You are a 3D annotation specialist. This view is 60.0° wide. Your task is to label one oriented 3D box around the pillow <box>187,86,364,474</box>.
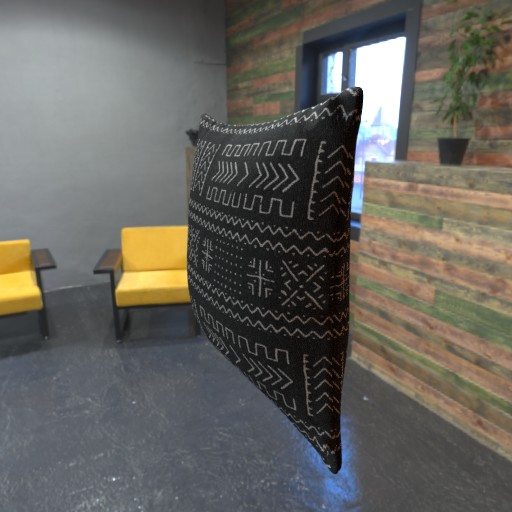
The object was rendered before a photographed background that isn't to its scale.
[{"bbox_3d":[0.000,0.000,0.654,0.164,0.430,0.438,-7,16,-26],"label":"pillow"}]
